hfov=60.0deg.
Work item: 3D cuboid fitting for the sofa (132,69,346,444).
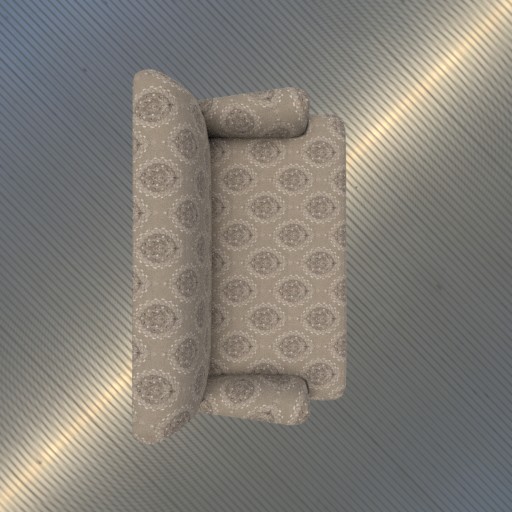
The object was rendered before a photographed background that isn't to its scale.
[{"bbox_3d":[0.000,0.000,1.804,0.779,0.889,1.297,0,90,-1],"label":"sofa"}]
